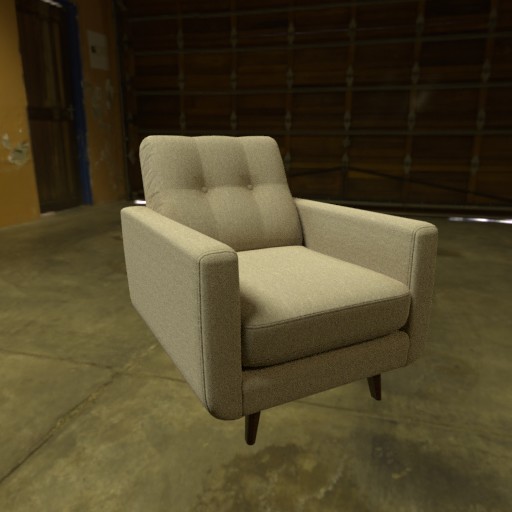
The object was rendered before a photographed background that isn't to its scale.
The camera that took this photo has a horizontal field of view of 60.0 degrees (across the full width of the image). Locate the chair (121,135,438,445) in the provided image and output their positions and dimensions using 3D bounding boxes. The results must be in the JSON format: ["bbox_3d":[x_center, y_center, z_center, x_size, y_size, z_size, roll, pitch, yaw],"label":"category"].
[{"bbox_3d":[0.000,0.000,1.826,0.897,0.965,1.128,-8,16,-27],"label":"chair"}]
